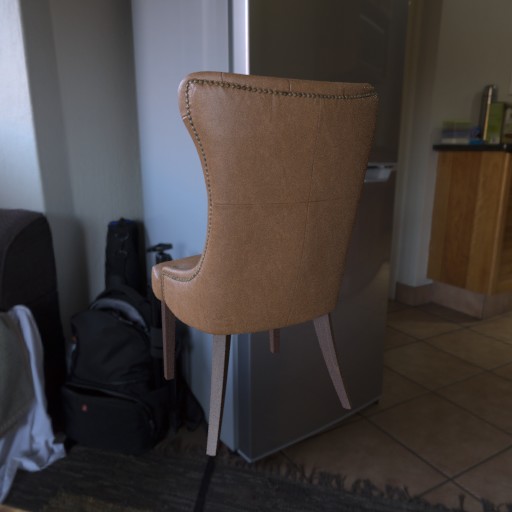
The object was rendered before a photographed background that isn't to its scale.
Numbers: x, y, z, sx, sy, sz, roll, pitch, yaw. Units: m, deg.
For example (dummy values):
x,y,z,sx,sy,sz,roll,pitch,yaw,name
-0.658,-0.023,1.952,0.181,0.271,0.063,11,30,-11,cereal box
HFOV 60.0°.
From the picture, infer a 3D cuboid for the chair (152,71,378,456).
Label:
x,y,z,sx,sy,sz,roll,pitch,yaw,name
0.000,0.000,1.486,0.611,1.065,0.669,-7,16,-27,chair
